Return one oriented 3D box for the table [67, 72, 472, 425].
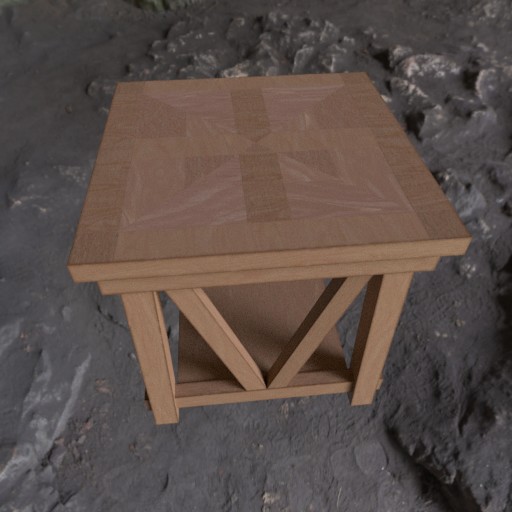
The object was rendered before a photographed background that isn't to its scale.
[{"bbox_3d":[0.000,0.000,1.103,0.612,0.638,0.610,-4,46,-4],"label":"table"}]
